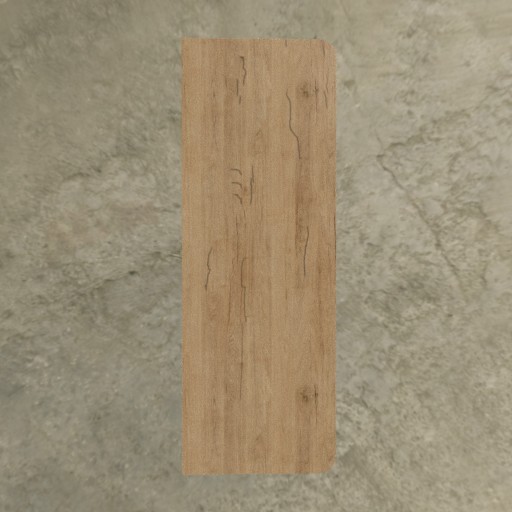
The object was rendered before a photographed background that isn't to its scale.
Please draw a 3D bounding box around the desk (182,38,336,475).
[{"bbox_3d":[0.000,0.000,1.500,0.390,0.760,1.100,0,90,-1],"label":"desk"}]
